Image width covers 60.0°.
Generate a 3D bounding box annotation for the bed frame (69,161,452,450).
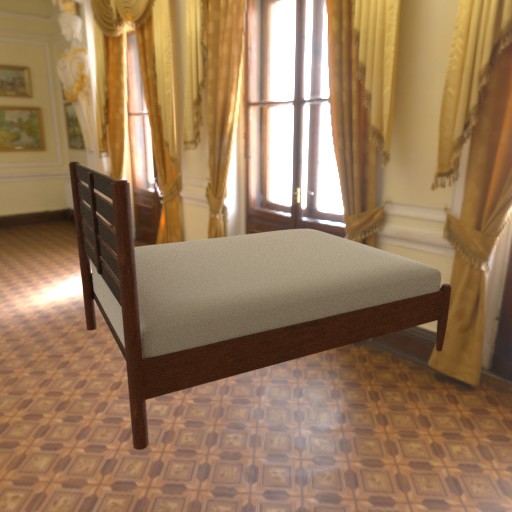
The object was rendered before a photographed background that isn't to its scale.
[{"bbox_3d":[0.000,0.000,3.223,2.234,1.321,1.655,-8,17,-27],"label":"bed frame"}]
